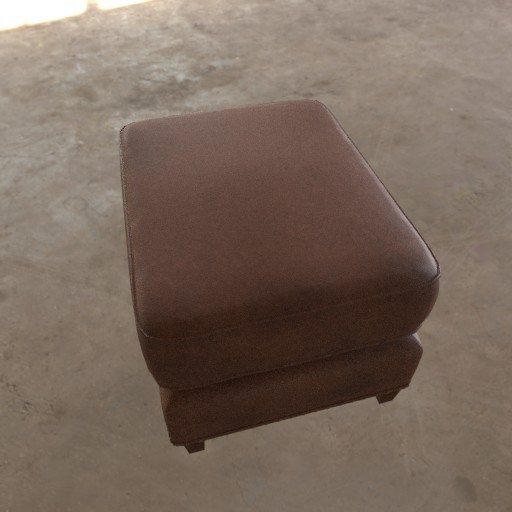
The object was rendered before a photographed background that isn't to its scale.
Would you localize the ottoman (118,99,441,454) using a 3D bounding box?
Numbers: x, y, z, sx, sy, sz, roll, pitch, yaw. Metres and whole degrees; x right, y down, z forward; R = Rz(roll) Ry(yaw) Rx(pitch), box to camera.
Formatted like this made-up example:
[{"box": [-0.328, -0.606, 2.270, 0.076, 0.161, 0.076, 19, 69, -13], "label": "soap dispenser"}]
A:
[{"box": [0.000, 0.000, 1.135, 0.589, 0.537, 0.738, -11, 48, -10], "label": "ottoman"}]
